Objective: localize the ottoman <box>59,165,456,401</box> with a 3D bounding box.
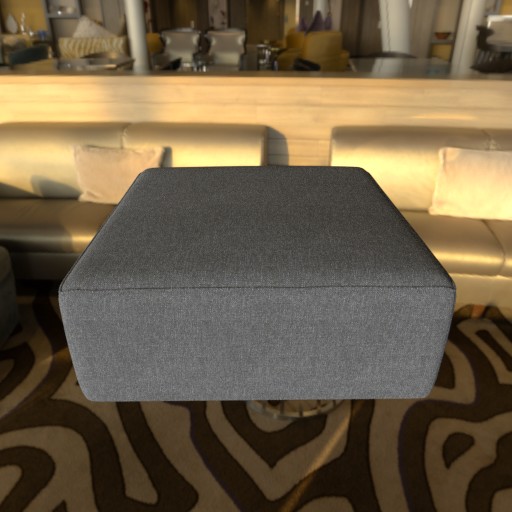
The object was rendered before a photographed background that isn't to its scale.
[{"bbox_3d":[0.000,0.000,1.570,1.000,0.439,1.000,0,28,-1],"label":"ottoman"}]
